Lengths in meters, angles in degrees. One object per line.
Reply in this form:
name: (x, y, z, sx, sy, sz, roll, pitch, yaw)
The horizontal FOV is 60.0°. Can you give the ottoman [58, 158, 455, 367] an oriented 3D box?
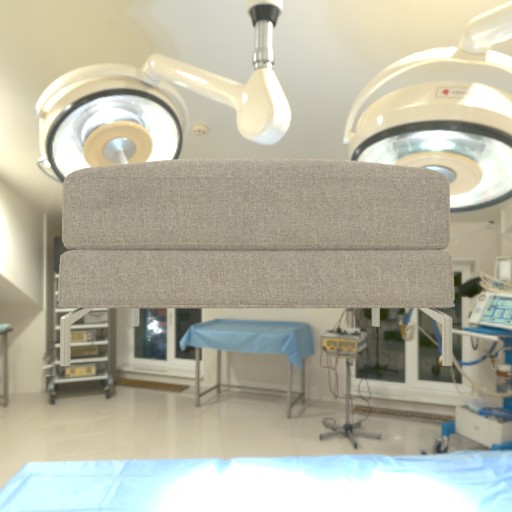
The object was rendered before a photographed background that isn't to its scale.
ottoman: (0.000, 0.000, 1.186, 0.838, 0.457, 0.584, 0, 0, 0)
